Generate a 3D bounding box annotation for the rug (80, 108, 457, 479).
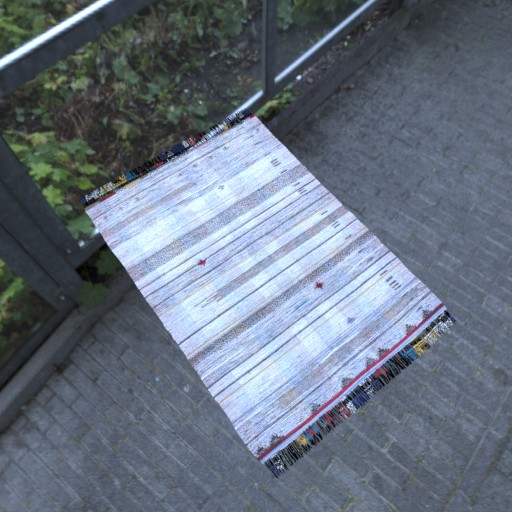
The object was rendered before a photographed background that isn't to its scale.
[{"bbox_3d":[0.000,0.000,2.395,1.217,0.012,1.848,-34,68,-16],"label":"rug"}]
